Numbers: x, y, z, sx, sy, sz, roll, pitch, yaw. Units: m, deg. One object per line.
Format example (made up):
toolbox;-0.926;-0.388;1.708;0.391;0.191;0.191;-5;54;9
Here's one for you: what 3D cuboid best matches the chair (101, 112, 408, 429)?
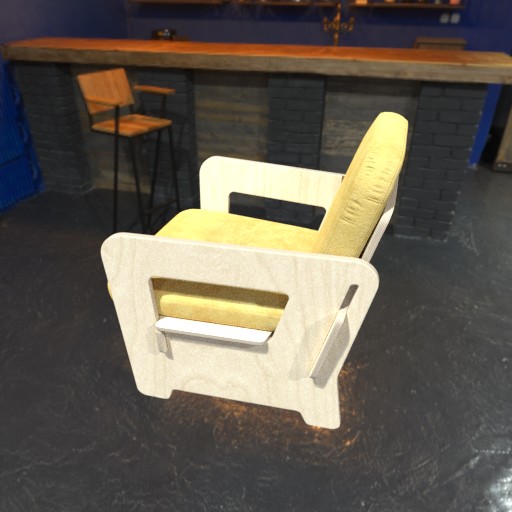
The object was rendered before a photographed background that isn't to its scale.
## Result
chair;0.000;0.000;1.280;0.710;0.800;0.590;9;32;15
